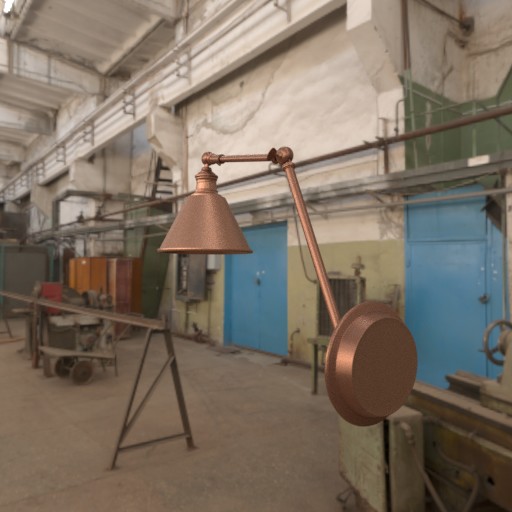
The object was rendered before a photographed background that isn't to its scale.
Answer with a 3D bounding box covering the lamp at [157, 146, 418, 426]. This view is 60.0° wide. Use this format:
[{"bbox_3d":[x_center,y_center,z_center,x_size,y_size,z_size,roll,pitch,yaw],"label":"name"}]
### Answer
[{"bbox_3d":[0.000,0.000,0.877,0.223,0.502,0.624,1,-2,-36],"label":"lamp"}]
